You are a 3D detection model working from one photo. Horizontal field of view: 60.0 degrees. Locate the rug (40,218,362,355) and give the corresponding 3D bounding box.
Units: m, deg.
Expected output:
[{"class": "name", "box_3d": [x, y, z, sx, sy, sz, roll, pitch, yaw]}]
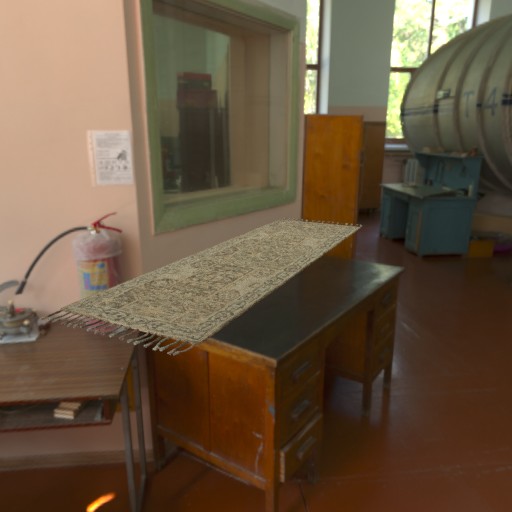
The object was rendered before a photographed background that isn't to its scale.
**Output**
[{"class": "rug", "box_3d": [0.000, 0.000, 2.895, 0.762, 0.011, 2.664, 8, 17, 26]}]
